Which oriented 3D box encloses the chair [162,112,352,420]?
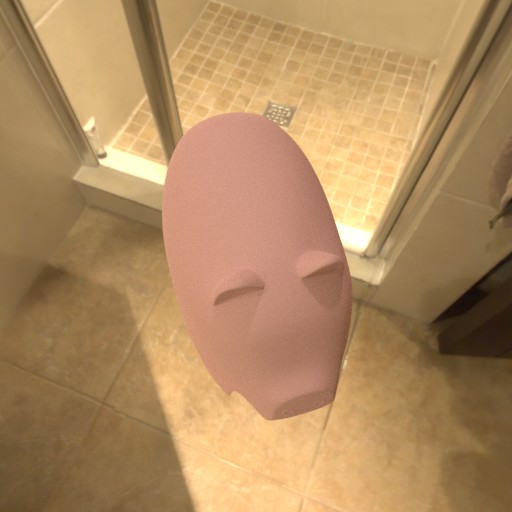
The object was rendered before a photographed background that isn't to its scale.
[{"bbox_3d":[0.000,0.000,0.892,0.364,0.423,0.619,-14,63,-7],"label":"chair"}]
